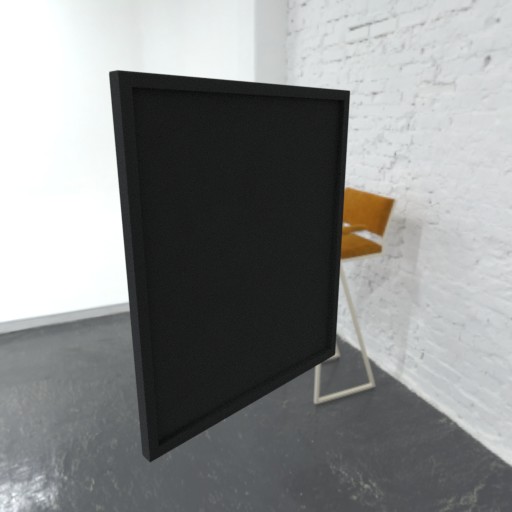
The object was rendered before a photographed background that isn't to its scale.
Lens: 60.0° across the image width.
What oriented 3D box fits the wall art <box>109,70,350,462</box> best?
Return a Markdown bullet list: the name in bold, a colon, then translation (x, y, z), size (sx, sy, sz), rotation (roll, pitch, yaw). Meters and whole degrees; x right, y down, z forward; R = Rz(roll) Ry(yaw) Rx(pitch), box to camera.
- **wall art**: translation (0.000, 0.000, 0.697), size (0.432, 0.508, 0.021), rotation (-15, 23, -42)
